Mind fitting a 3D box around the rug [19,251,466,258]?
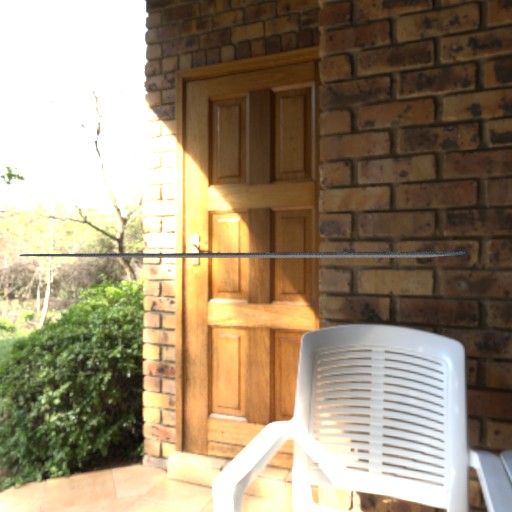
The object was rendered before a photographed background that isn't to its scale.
[{"bbox_3d":[0.000,0.000,2.834,2.207,0.014,1.567,0,-1,16],"label":"rug"}]
